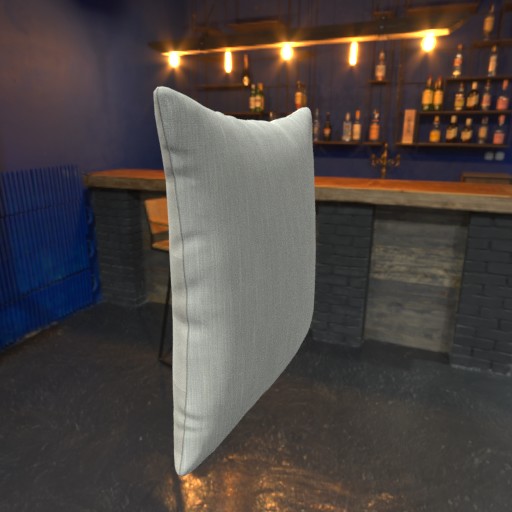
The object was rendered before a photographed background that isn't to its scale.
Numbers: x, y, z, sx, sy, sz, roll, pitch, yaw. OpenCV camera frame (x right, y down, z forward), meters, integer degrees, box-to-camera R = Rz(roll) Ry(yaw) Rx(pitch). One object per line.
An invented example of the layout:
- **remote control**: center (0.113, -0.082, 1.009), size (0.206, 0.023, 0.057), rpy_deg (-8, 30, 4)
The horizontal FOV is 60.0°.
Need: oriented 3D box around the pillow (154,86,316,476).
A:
- **pillow**: center (0.000, 0.000, 0.765), size (0.161, 0.509, 0.511), rpy_deg (7, 17, 23)
